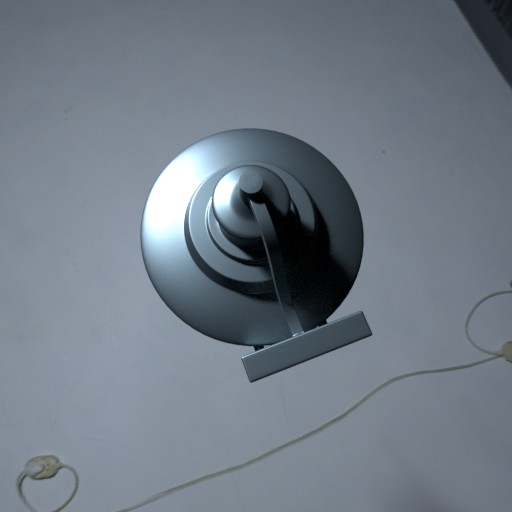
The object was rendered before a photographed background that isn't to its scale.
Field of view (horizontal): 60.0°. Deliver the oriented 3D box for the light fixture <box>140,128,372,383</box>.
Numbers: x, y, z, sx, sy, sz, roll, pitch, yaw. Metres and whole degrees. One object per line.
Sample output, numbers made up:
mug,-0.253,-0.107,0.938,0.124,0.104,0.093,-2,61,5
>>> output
light fixture,0.000,0.000,0.497,0.222,0.345,0.252,-20,75,-5
